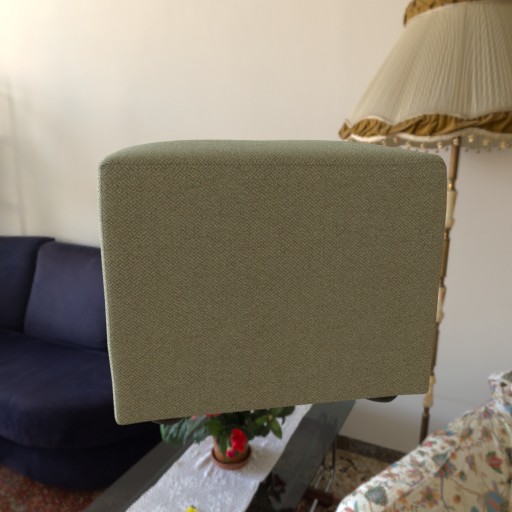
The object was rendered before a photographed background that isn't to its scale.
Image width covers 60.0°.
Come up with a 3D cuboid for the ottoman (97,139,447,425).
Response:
[{"bbox_3d":[0.000,0.000,0.895,0.521,0.453,0.512,-2,14,-10],"label":"ottoman"}]
